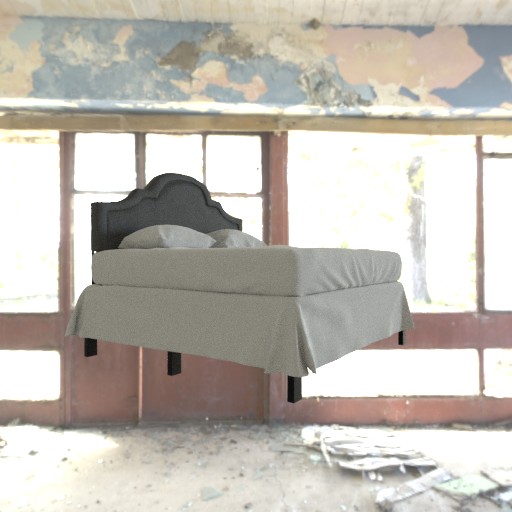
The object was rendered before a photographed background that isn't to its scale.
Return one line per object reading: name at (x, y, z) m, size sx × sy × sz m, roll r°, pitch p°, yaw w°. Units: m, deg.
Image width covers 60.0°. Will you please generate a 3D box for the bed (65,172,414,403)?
bed at (0.000, 0.000, 3.871) m, size 2.222 × 1.631 × 2.303 m, roll 0°, pitch 0°, yaw 35°
